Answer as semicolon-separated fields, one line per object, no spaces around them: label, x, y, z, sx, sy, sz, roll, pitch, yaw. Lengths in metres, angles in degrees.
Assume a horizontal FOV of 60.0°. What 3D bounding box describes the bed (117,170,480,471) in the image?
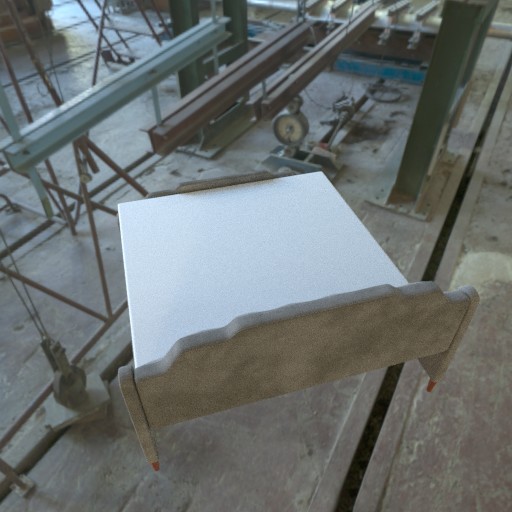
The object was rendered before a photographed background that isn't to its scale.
bed;0.000;0.000;3.468;2.074;1.245;2.340;-11;43;-12
